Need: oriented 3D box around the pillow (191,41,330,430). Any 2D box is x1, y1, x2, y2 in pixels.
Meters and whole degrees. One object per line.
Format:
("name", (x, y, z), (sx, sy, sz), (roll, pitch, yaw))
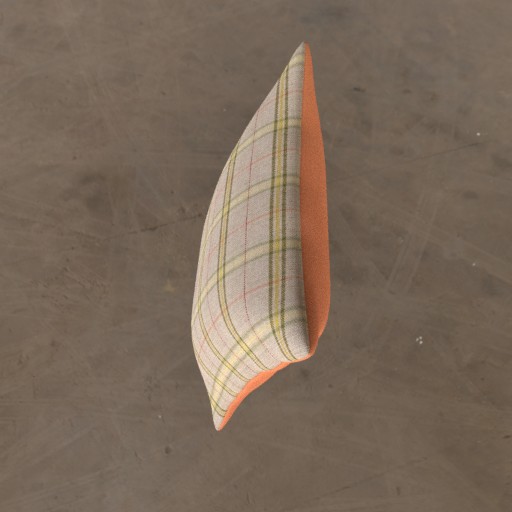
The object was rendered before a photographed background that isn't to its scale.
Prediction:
("pillow", (0.000, 0.000, 0.686), (0.200, 0.430, 0.453), (2, 59, 1))
